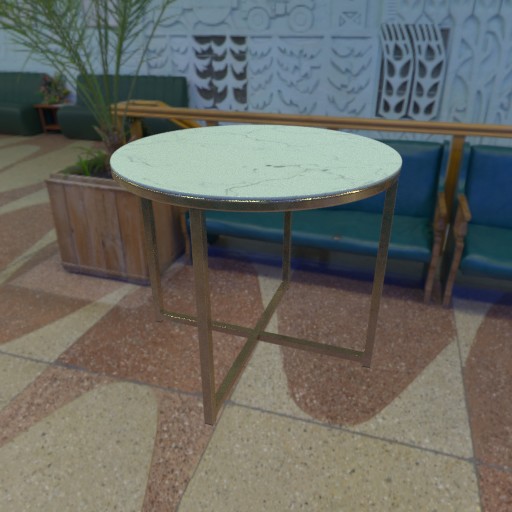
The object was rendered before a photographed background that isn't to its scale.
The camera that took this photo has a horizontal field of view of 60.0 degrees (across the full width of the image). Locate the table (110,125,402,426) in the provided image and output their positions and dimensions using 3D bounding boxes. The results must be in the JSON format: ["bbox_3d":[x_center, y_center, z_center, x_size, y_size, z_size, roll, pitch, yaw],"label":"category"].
[{"bbox_3d":[0.000,0.000,0.884,0.500,0.420,0.500,0,27,0],"label":"table"}]
